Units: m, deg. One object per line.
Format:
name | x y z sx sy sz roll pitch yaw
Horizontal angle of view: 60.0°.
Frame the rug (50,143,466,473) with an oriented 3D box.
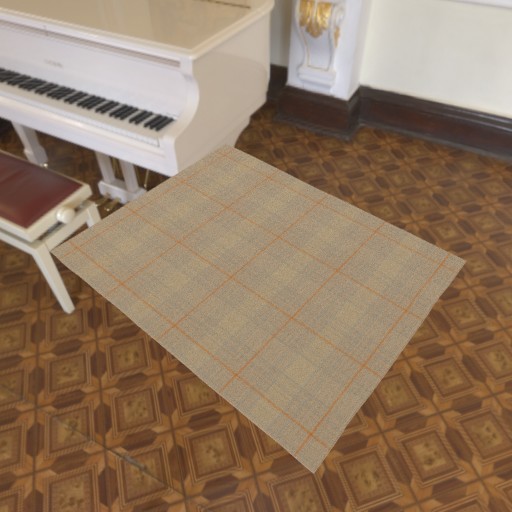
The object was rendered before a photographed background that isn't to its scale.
rug | 0.000 0.000 4.151 3.051 0.021 2.448 32 54 27
